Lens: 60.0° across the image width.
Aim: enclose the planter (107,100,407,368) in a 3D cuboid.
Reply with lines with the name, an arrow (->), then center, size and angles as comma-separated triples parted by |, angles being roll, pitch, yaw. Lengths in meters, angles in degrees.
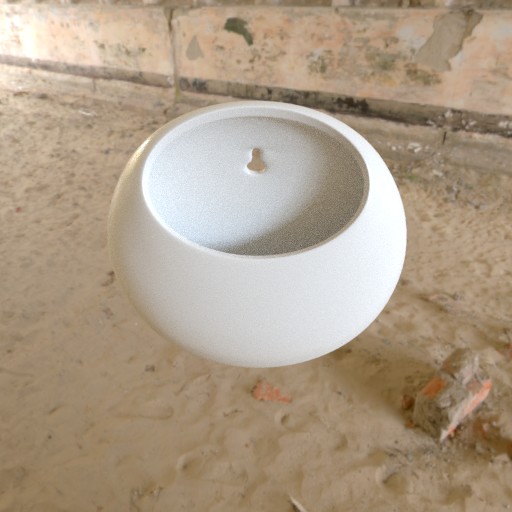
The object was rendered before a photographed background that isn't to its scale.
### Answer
planter -> 0.000, 0.000, 0.278 | 0.185, 0.188, 0.043 | 1, 31, 1
